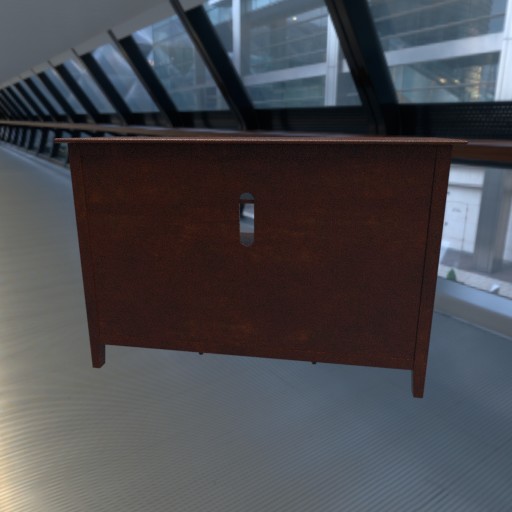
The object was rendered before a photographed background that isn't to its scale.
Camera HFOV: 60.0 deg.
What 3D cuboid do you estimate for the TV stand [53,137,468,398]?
[{"bbox_3d":[0.000,0.000,1.779,1.372,0.915,0.445,3,16,9],"label":"TV stand"}]
